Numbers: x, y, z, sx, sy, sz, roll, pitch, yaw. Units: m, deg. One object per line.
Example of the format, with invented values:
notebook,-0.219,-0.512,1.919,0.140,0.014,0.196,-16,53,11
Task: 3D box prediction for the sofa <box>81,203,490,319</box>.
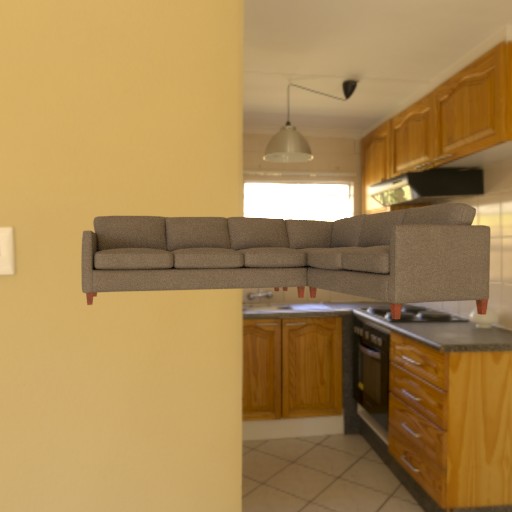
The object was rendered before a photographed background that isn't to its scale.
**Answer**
sofa,0.000,0.000,4.370,3.302,0.947,2.593,0,1,-17
